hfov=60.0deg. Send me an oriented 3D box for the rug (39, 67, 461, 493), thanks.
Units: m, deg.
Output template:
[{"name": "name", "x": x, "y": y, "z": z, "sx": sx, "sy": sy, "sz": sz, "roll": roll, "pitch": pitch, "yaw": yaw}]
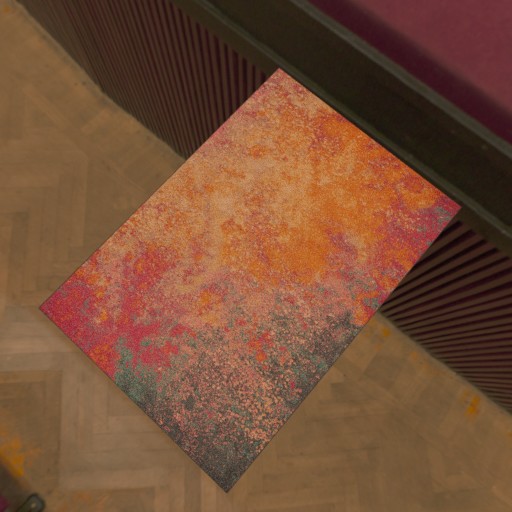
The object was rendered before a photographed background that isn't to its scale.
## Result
[{"name": "rug", "x": 0.000, "y": 0.000, "z": 3.574, "sx": 2.007, "sy": 0.013, "sz": 2.896, "roll": 41, "pitch": 80, "yaw": 9}]
